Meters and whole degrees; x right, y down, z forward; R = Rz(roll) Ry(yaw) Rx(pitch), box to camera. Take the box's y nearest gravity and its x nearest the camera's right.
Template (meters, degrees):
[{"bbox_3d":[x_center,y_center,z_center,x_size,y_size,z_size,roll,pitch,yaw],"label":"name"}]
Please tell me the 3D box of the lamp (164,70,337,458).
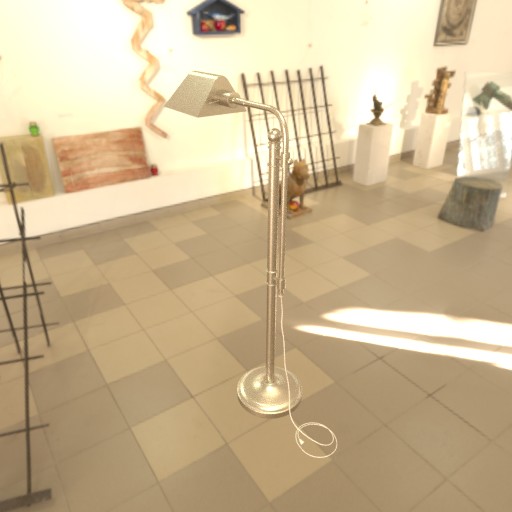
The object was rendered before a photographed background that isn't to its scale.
[{"bbox_3d":[0.000,0.000,0.959,0.159,0.708,0.546,-18,33,-30],"label":"lamp"}]
